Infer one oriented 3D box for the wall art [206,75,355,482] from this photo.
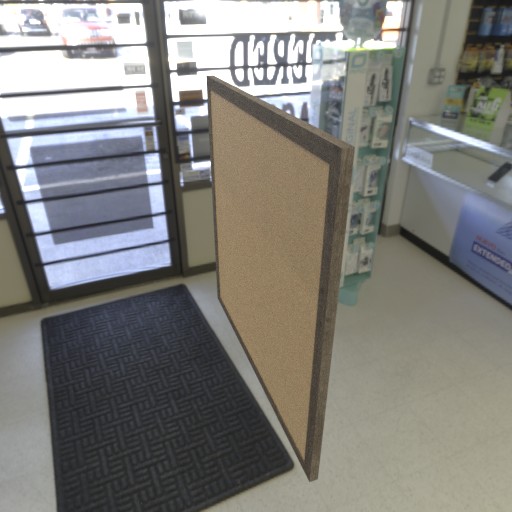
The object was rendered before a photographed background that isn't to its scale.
[{"bbox_3d":[0.000,0.000,0.674,0.013,0.457,0.457,-10,31,-17],"label":"wall art"}]
